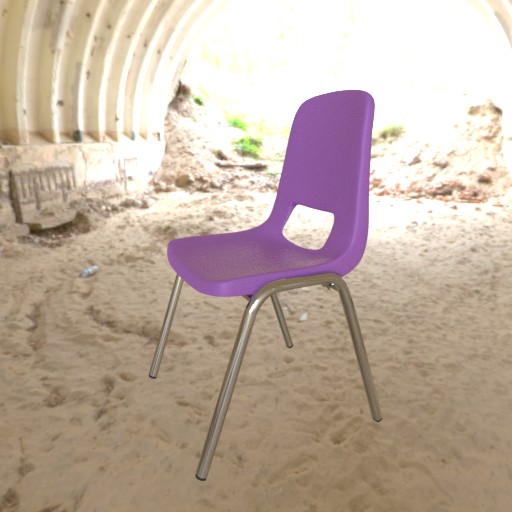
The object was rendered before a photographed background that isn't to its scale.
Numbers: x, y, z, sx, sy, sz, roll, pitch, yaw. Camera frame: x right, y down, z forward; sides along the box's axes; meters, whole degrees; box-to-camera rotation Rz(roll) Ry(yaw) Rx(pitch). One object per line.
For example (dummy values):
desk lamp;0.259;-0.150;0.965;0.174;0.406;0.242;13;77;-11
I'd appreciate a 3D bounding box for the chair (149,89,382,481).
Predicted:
chair;0.000;0.000;0.686;0.301;0.493;0.291;-7;17;-25
